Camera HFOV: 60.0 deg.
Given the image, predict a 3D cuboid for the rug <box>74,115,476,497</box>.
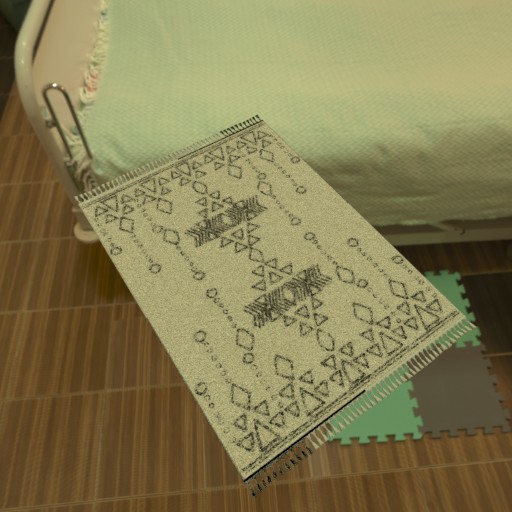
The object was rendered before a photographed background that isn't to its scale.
[{"bbox_3d":[0.000,0.000,2.915,1.600,0.013,2.312,-30,62,-18],"label":"rug"}]
